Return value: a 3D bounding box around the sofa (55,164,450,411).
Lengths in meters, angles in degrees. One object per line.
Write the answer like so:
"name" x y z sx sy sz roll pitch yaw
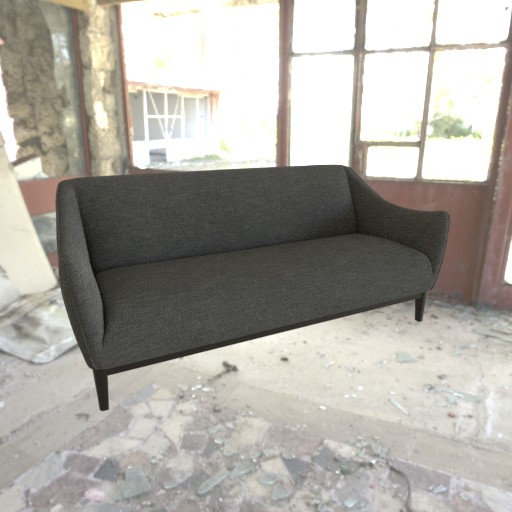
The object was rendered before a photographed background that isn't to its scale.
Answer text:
"sofa" 0.000 0.000 2.326 1.928 0.829 0.867 -9 19 -27
